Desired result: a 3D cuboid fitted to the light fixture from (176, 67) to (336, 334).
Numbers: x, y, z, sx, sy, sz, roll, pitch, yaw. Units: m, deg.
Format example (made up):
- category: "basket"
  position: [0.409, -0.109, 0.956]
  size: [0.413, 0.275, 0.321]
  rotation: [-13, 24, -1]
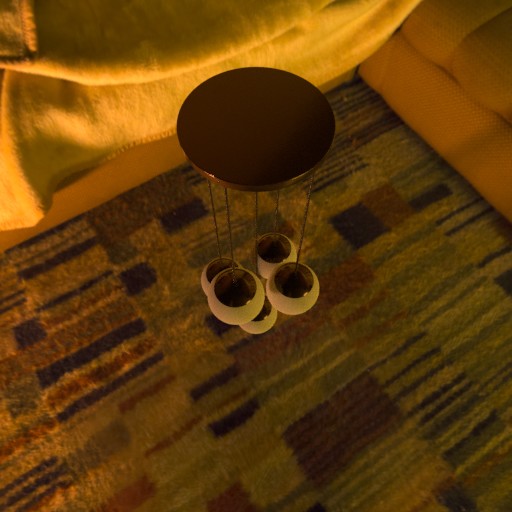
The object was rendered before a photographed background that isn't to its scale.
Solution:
- category: "light fixture"
  position: [0.000, 0.000, 1.524]
  size: [0.484, 1.271, 0.489]
  rotation: [33, 67, 16]
